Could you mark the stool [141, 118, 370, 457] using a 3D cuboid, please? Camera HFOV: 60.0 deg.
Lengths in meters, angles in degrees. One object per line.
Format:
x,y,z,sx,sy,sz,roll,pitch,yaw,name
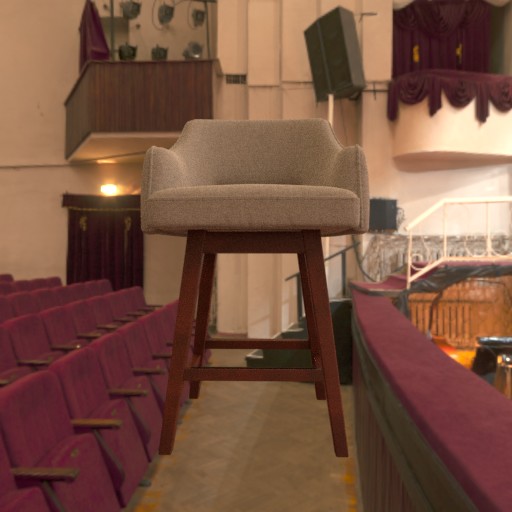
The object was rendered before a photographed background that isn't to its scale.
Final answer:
0.000,0.000,1.295,0.599,0.944,0.558,0,0,2,stool
